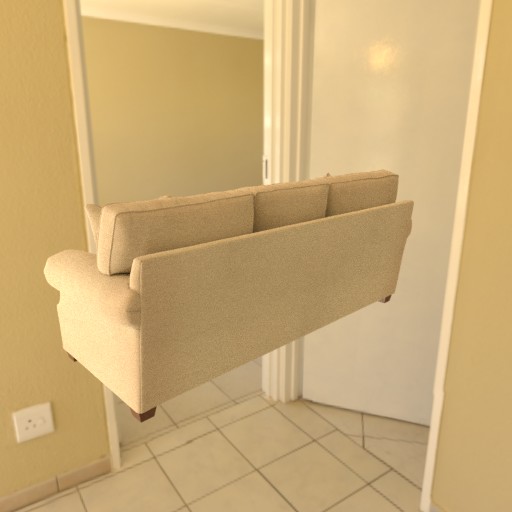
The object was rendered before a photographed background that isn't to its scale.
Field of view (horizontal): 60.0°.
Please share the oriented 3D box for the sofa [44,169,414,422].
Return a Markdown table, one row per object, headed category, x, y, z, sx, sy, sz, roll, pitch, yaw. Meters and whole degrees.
| category | x | y | z | sx | sy | sz | roll | pitch | yaw |
| --- | --- | --- | --- | --- | --- | --- | --- | --- | --- |
| sofa | 0.000 | 0.000 | 2.780 | 2.312 | 0.975 | 0.965 | -15 | 21 | -42 |
